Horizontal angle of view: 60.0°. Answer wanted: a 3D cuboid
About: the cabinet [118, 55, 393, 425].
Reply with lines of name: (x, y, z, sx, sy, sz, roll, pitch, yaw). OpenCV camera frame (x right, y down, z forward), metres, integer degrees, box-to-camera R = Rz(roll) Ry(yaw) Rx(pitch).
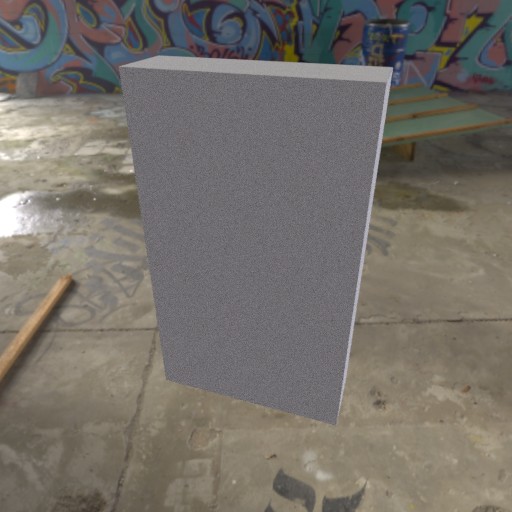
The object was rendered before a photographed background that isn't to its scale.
cabinet: (0.000, 0.000, 1.610, 0.750, 1.280, 0.250, 10, 33, 16)
